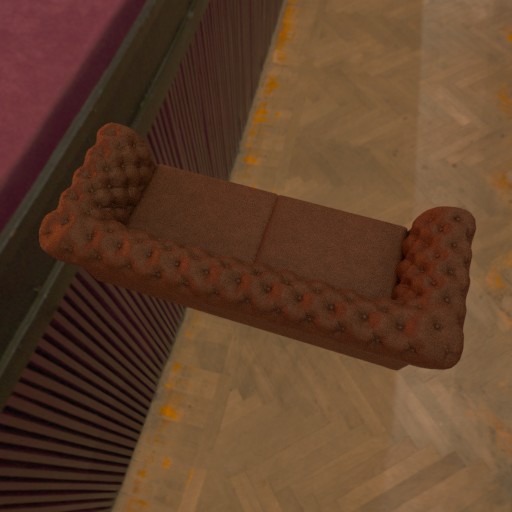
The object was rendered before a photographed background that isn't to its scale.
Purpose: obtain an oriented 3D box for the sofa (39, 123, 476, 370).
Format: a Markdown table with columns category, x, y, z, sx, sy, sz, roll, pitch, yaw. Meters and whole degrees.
| category | x | y | z | sx | sy | sz | roll | pitch | yaw |
| --- | --- | --- | --- | --- | --- | --- | --- | --- | --- |
| sofa | 0.000 | 0.000 | 2.763 | 2.385 | 0.783 | 0.944 | 16 | 64 | 8 |
